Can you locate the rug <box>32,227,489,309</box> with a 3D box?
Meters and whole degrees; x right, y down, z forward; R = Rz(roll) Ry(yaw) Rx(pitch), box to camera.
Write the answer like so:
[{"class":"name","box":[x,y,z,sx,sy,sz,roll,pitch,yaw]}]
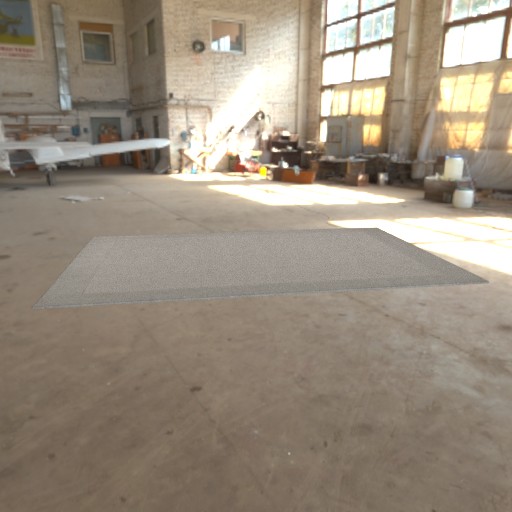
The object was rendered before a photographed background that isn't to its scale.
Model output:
[{"class":"rug","box":[0.000,0.000,3.048,2.438,0.014,1.524,-2,16,-9]}]
